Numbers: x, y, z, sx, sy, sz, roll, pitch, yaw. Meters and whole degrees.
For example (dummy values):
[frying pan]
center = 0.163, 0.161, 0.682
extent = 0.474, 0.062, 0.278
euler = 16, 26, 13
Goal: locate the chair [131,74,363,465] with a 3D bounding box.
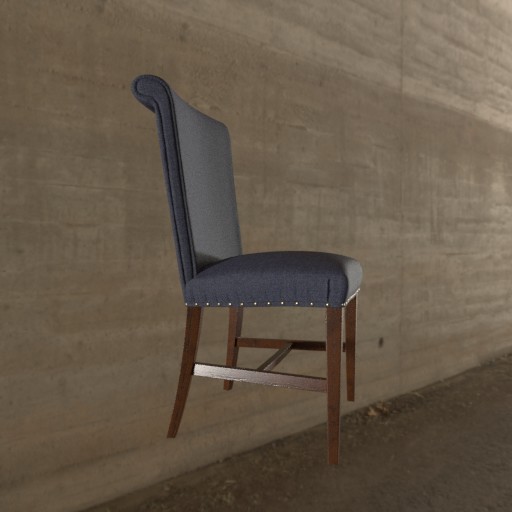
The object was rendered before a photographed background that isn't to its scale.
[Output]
[chair]
center = 0.000, 0.000, 1.361
extent = 0.608, 0.988, 0.513
euler = 0, 1, 17
